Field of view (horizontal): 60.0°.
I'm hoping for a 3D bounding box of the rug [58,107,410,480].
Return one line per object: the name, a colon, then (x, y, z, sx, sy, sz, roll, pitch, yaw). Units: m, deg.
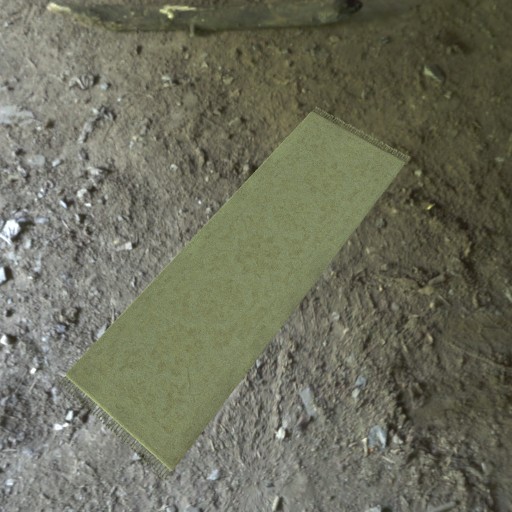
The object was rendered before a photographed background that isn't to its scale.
rug: (0.000, 0.000, 2.768, 0.795, 0.015, 2.544, 34, 68, 16)
